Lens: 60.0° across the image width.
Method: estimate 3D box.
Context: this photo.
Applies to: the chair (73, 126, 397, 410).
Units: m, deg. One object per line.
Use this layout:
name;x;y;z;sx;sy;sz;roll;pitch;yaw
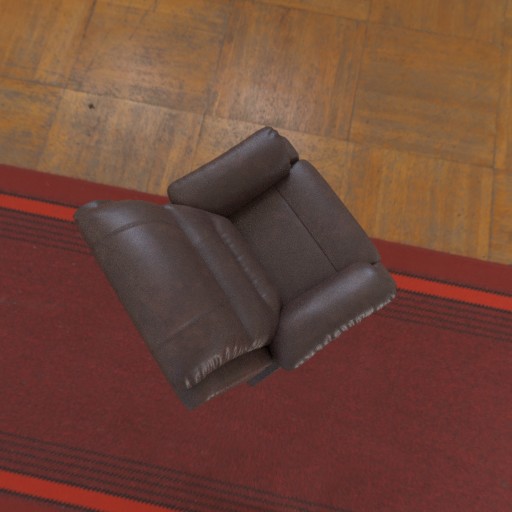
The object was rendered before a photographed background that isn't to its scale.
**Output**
chair;0.000;0.000;1.699;0.919;0.992;0.855;-33;78;-8
